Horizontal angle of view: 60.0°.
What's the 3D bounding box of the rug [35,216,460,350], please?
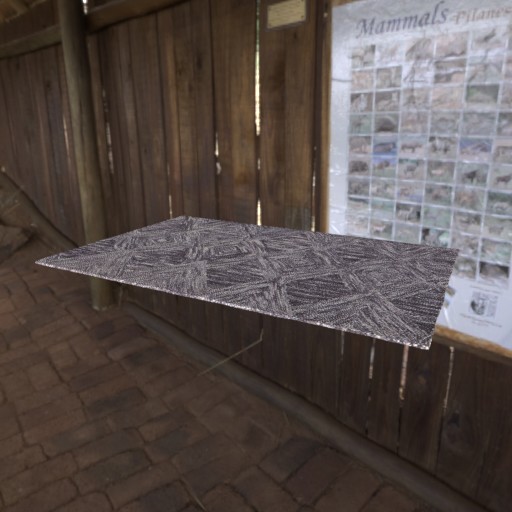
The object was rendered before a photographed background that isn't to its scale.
[{"bbox_3d":[0.000,0.000,2.241,1.814,0.012,1.186,9,19,26],"label":"rug"}]
